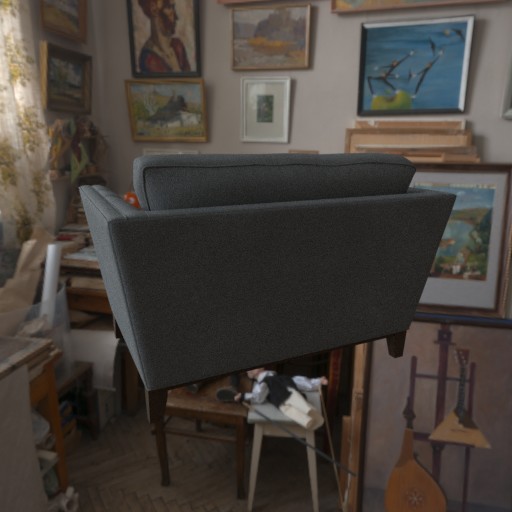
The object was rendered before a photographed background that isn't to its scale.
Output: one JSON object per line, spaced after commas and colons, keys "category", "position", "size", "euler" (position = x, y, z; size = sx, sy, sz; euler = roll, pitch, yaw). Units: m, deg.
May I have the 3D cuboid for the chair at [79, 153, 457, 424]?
{"category": "chair", "position": [0.000, 0.000, 2.036], "size": [1.396, 0.942, 0.965], "euler": [-7, 16, -25]}
